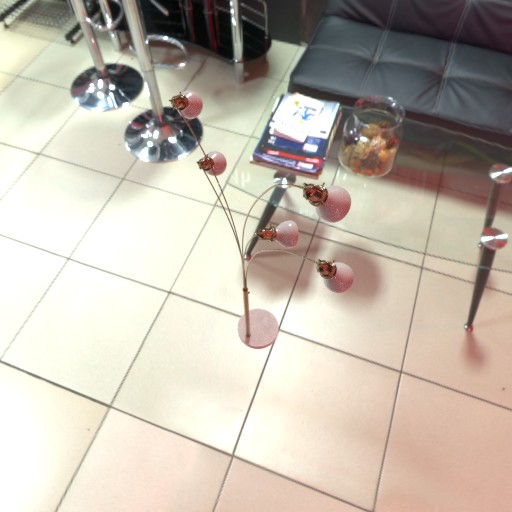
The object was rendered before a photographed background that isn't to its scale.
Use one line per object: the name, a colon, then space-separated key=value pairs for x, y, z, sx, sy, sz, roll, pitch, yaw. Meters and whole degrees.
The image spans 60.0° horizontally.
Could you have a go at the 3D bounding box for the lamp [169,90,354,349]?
lamp: x=0.000 y=0.000 z=2.908 sx=0.361 sy=2.423 sz=1.405 roll=-33 pitch=64 yaw=-18
